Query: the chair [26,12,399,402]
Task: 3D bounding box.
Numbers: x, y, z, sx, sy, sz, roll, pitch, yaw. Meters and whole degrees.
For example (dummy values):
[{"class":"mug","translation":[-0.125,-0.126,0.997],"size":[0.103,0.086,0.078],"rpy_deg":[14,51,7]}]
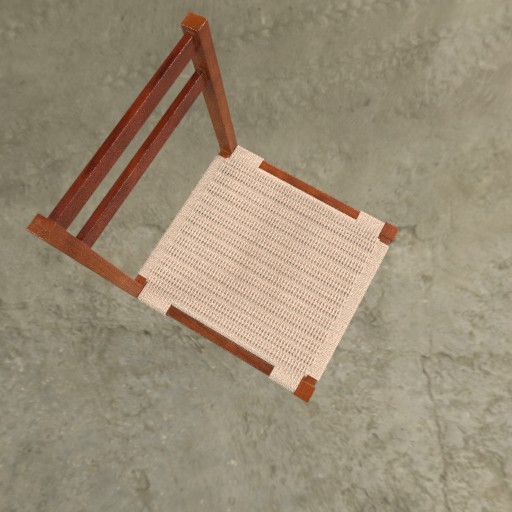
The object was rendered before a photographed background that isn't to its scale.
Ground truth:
[{"class":"chair","translation":[0.000,0.000,1.133],"size":[0.569,0.851,0.495],"rpy_deg":[29,77,7]}]
